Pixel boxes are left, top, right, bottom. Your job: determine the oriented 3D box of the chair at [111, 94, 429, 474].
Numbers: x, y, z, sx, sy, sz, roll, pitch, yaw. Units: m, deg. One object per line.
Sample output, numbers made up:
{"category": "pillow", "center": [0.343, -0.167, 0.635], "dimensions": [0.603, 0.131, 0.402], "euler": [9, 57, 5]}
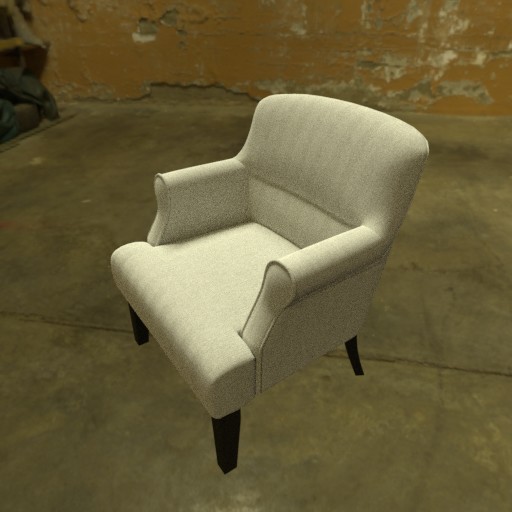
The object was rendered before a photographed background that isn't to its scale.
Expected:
{"category": "chair", "center": [0.000, 0.000, 1.430], "dimensions": [0.750, 0.875, 0.781], "euler": [-20, 36, -29]}
